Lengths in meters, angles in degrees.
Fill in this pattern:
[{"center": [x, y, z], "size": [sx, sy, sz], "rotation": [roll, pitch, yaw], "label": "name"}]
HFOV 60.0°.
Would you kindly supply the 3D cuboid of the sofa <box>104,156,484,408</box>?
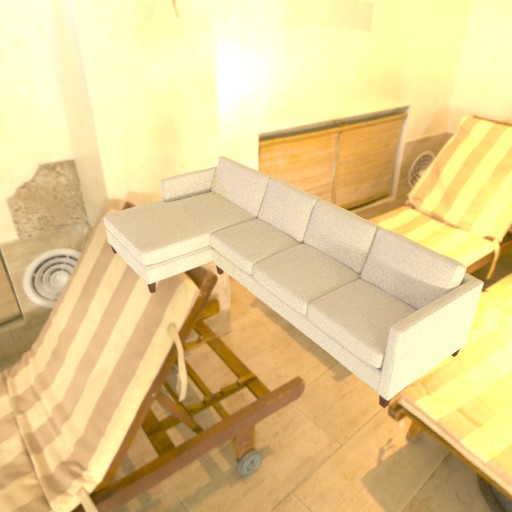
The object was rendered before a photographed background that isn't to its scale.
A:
[{"center": [0.000, 0.000, 3.887], "size": [1.625, 0.846, 3.186], "rotation": [-21, 36, -31], "label": "sofa"}]
